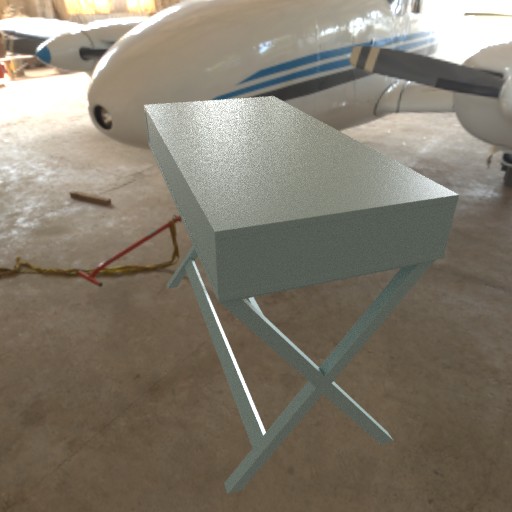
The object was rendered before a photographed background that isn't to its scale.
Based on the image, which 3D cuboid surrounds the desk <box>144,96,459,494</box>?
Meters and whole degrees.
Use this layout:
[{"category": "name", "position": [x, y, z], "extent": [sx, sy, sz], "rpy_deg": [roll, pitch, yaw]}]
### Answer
[{"category": "desk", "position": [0.000, 0.000, 1.448], "extent": [0.509, 0.780, 1.059], "rpy_deg": [-10, 32, -16]}]
